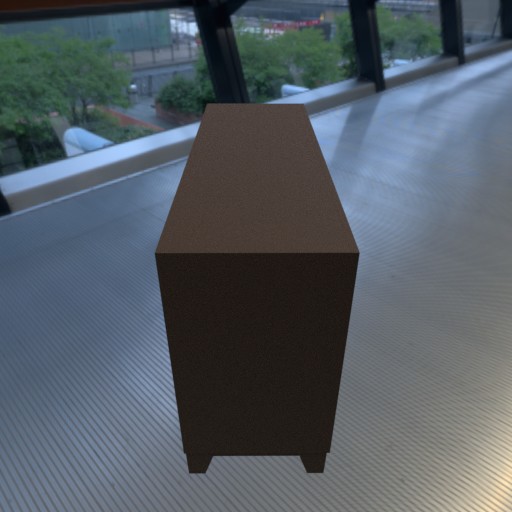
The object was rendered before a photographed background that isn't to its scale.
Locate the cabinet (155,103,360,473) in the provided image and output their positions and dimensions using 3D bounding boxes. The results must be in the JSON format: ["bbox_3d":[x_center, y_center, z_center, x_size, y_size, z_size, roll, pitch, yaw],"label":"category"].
[{"bbox_3d":[0.000,0.000,1.874,0.482,0.914,1.396,0,33,0],"label":"cabinet"}]
